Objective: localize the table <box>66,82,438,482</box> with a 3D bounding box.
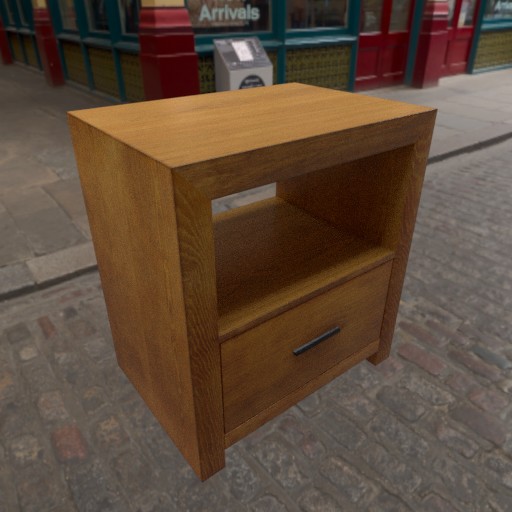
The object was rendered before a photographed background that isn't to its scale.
[{"bbox_3d":[0.000,0.000,0.951,0.550,0.605,0.400,-21,36,-32],"label":"table"}]
